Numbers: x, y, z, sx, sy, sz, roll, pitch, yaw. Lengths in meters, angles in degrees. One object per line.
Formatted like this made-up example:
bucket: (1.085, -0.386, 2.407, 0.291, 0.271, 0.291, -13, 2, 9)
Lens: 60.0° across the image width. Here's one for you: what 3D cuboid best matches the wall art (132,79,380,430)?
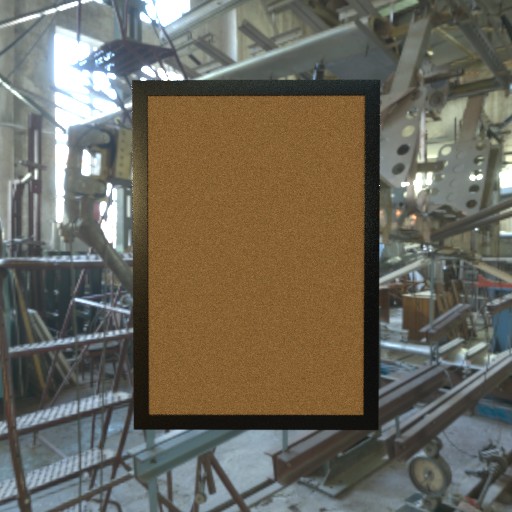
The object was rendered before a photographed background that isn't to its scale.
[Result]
wall art: (0.000, 0.000, 0.839, 0.462, 0.656, 0.019, 0, 1, 0)
